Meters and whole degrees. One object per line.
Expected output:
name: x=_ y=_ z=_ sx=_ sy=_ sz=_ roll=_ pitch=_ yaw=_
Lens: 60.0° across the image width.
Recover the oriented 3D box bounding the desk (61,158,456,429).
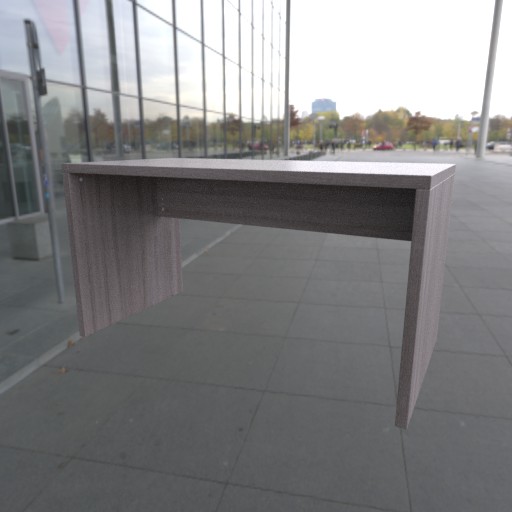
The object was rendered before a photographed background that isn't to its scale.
desk: x=0.000 y=0.000 z=1.825 sx=1.380 sy=0.745 sz=0.690 roll=8 pitch=16 yaw=27
